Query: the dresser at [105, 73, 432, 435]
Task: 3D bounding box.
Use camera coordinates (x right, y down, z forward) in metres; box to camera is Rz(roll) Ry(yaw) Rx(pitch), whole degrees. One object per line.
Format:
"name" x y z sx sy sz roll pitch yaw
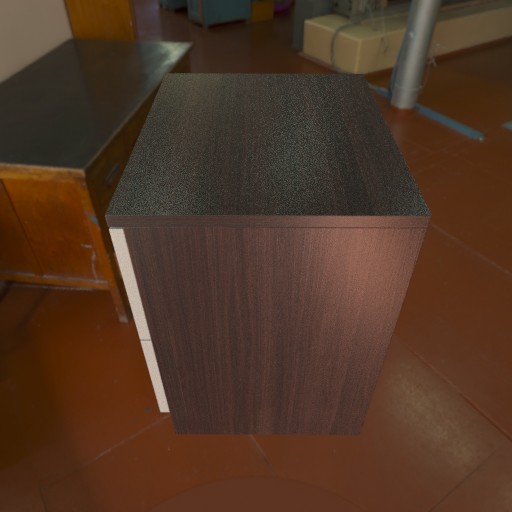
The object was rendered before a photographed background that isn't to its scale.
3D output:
"dresser" 0.000 0.000 0.757 0.360 0.470 0.400 0 42 0
